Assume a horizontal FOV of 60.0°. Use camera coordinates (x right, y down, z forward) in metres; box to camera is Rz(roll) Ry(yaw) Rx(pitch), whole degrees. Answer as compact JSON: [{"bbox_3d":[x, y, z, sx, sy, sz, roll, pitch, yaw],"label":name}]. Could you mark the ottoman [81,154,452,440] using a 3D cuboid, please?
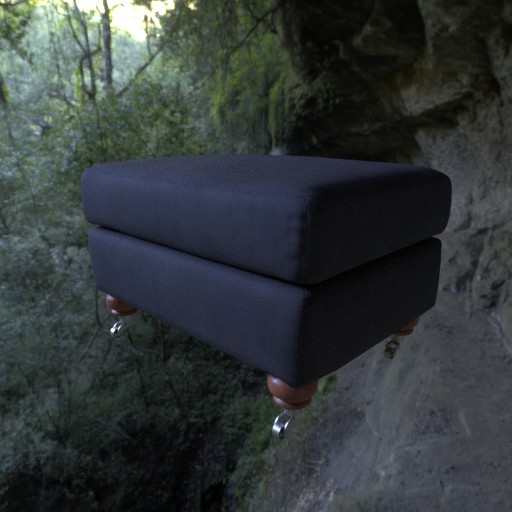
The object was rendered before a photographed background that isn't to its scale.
[{"bbox_3d":[0.000,0.000,1.134,0.773,0.497,0.574,15,21,42],"label":"ottoman"}]
